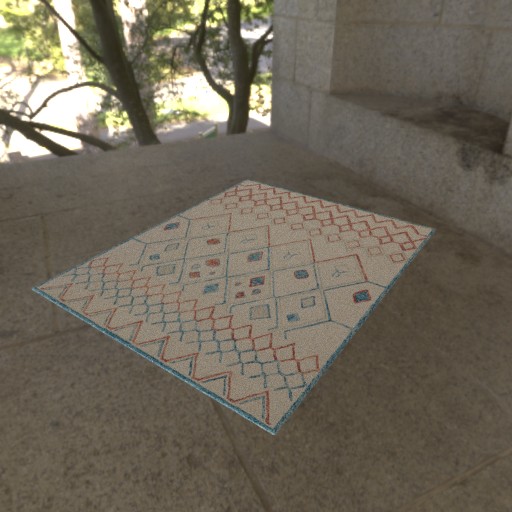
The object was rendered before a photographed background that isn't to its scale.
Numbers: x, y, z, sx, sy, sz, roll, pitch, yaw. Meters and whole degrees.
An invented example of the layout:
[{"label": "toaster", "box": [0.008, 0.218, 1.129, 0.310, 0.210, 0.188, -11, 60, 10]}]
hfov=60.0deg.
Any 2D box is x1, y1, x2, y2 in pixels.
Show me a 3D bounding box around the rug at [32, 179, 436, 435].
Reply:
[{"label": "rug", "box": [0.000, 0.000, 4.161, 2.441, 0.016, 3.050, 20, 37, 30]}]
